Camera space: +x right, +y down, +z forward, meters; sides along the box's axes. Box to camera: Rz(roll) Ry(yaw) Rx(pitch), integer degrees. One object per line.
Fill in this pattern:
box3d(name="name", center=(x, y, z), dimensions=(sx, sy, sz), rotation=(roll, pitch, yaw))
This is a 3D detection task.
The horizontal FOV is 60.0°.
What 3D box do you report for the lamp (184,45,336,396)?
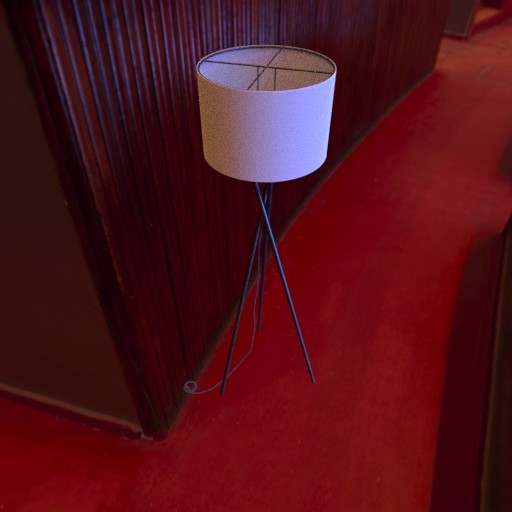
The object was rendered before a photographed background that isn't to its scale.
box3d(name="lamp", center=(0.000, 0.000, 1.931), dimensions=(0.667, 1.624, 0.522), rotation=(11, 42, 12))
